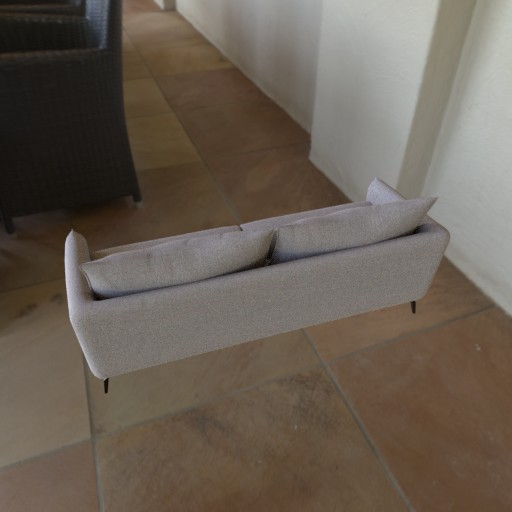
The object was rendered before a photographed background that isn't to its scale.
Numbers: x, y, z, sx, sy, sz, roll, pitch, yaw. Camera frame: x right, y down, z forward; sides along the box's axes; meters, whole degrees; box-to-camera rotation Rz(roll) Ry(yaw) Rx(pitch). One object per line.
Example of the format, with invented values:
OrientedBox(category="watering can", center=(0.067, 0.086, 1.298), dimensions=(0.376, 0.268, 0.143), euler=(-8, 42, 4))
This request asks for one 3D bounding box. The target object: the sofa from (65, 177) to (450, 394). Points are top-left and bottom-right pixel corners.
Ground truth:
OrientedBox(category="sofa", center=(0.000, 0.000, 2.486), dimensions=(2.022, 0.833, 0.809), euler=(-12, 42, -13))
